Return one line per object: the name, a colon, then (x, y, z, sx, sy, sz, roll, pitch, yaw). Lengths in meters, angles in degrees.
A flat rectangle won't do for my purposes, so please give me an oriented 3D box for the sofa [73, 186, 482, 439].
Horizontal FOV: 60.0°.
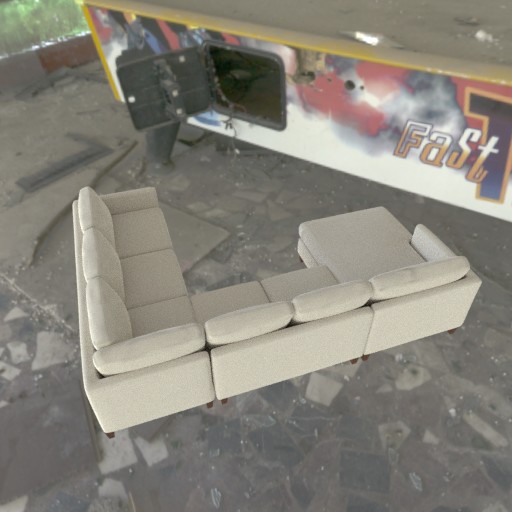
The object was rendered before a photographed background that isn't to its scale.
sofa: (0.000, 0.000, 4.602, 3.459, 0.956, 2.593, -13, 43, -14)
